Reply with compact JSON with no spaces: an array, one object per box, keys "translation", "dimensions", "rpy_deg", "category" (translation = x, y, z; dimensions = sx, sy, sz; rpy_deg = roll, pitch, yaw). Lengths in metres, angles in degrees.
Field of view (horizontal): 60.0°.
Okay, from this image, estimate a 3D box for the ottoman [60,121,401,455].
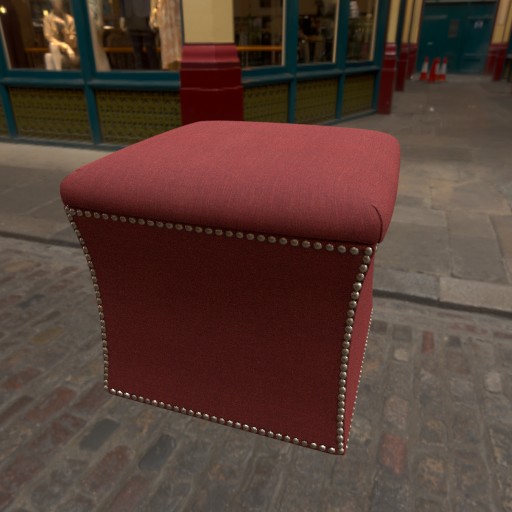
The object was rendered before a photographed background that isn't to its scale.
[{"translation":[0.000,0.000,0.898],"dimensions":[0.507,0.475,0.497],"rpy_deg":[9,28,17],"category":"ottoman"}]
